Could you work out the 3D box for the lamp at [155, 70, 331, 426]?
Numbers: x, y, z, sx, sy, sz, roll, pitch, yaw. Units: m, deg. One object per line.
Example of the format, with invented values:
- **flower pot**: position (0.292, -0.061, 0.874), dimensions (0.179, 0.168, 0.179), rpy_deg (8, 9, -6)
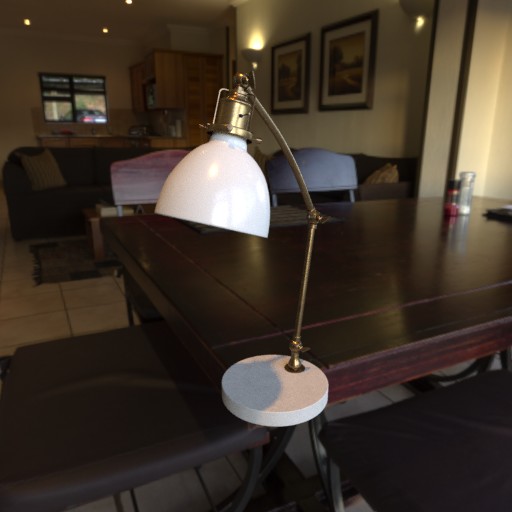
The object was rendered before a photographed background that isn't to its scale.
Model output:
- **lamp**: position (0.000, 0.000, 0.680), dimensions (0.186, 0.522, 0.317), rpy_deg (15, 21, 42)
